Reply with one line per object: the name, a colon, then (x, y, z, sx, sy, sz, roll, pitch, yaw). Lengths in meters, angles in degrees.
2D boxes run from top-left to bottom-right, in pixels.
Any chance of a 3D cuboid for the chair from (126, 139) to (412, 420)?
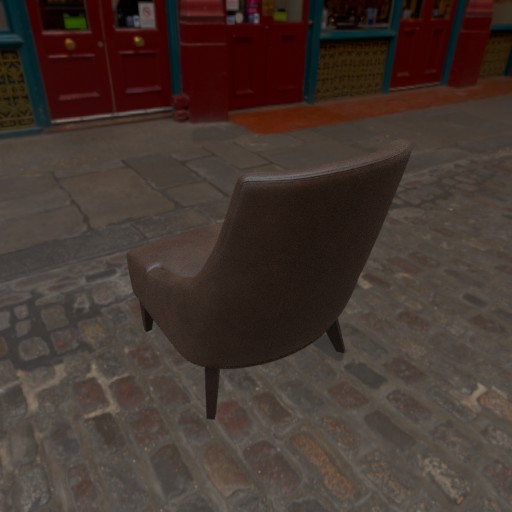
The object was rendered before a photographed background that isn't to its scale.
chair: (0.000, 0.000, 1.555, 0.701, 0.909, 0.861, -18, 35, -28)
